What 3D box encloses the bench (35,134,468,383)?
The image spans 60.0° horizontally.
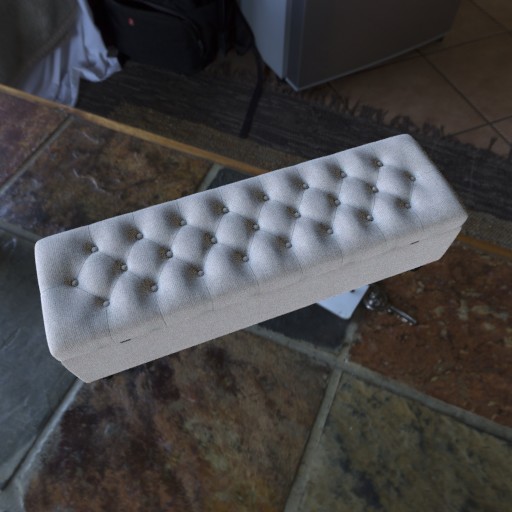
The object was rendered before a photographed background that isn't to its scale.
[{"bbox_3d":[0.000,0.000,1.724,1.480,0.467,0.455,-18,61,-10],"label":"bench"}]
